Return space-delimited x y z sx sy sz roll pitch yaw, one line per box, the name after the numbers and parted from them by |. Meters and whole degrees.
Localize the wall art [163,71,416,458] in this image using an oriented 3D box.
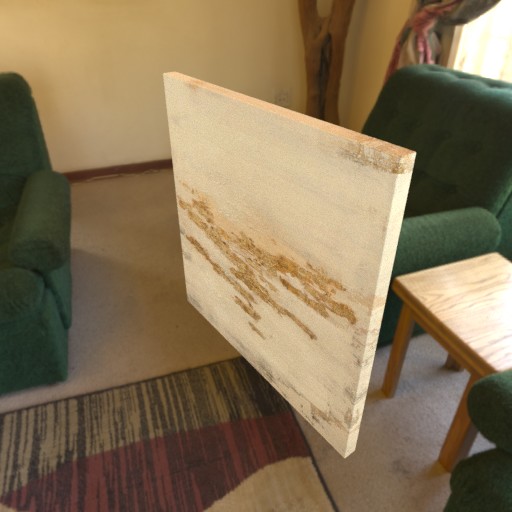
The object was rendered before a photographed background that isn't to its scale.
0.000 0.000 1.116 0.038 0.755 0.753 -23 39 -30 | wall art
